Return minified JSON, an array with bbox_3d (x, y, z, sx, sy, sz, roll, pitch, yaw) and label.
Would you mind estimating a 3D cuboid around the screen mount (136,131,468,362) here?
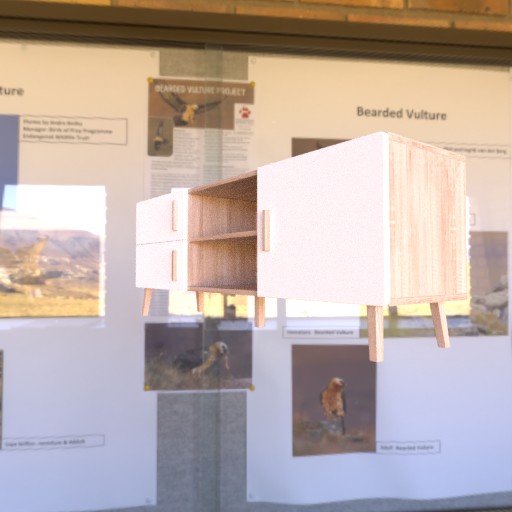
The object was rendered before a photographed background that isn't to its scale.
[{"bbox_3d":[0.000,0.000,1.778,0.420,0.570,1.500,1,-2,-38],"label":"screen mount"}]
